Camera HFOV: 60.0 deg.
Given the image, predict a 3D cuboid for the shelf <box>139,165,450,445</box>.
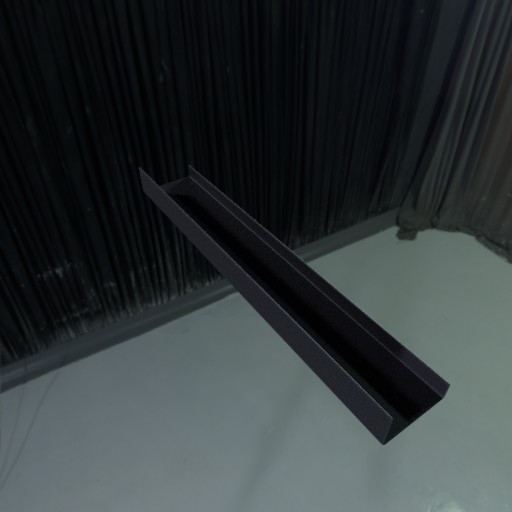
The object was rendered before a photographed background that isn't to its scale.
[{"bbox_3d":[0.000,0.000,0.655,0.102,0.053,0.605,-24,46,-26],"label":"shelf"}]
